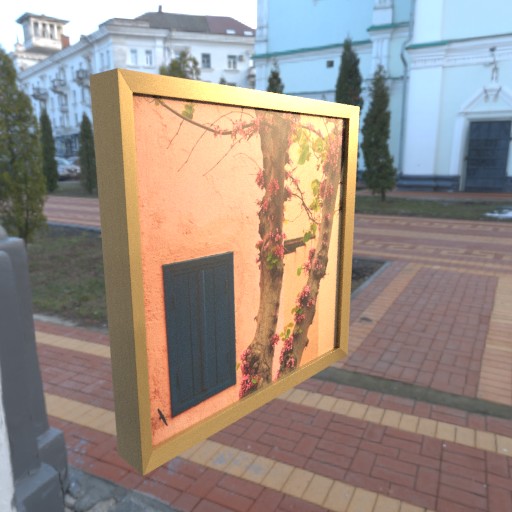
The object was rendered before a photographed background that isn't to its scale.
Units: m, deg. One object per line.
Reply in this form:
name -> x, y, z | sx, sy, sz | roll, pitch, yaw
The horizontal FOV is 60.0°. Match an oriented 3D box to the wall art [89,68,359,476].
wall art -> 0.000, 0.000, 0.442 | 0.038, 0.305, 0.304 | 11, 17, 42
